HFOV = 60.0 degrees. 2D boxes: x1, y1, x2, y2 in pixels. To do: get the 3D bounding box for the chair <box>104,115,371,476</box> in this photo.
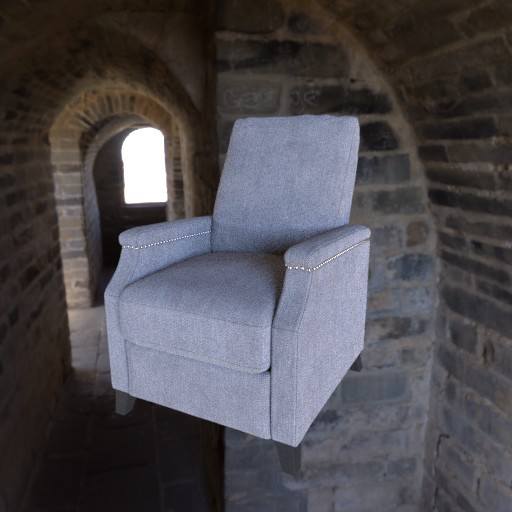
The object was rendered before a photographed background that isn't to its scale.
[{"bbox_3d":[0.000,0.000,1.657,0.710,1.049,0.922,7,14,27],"label":"chair"}]
